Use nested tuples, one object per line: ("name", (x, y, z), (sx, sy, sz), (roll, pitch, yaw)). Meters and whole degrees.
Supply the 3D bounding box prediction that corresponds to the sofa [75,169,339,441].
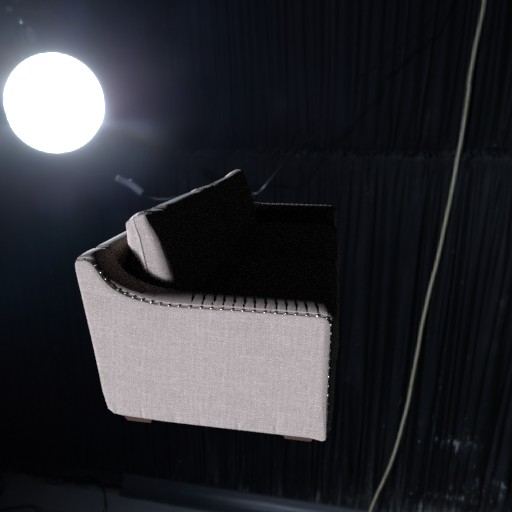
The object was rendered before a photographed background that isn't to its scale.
("sofa", (0.000, 0.000, 2.679), (1.000, 0.857, 2.208), (3, 17, 9))
